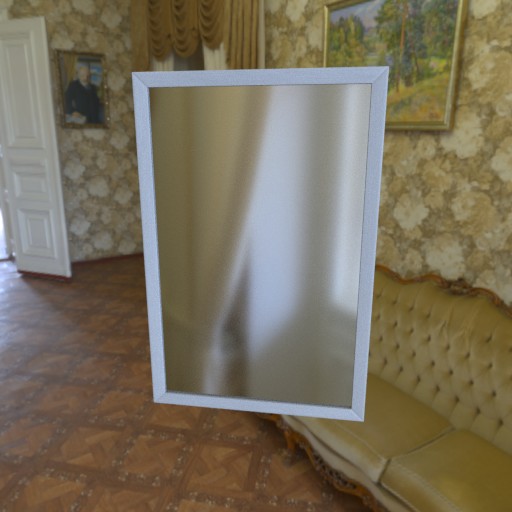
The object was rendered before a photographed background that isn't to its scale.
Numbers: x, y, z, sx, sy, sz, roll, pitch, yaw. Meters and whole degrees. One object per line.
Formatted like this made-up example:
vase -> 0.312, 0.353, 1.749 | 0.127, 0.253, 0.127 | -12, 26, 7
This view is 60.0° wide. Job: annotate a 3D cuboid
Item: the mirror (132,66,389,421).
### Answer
mirror -> 0.000, 0.000, 1.174 | 0.609, 0.915, 0.040 | 2, 15, 8
